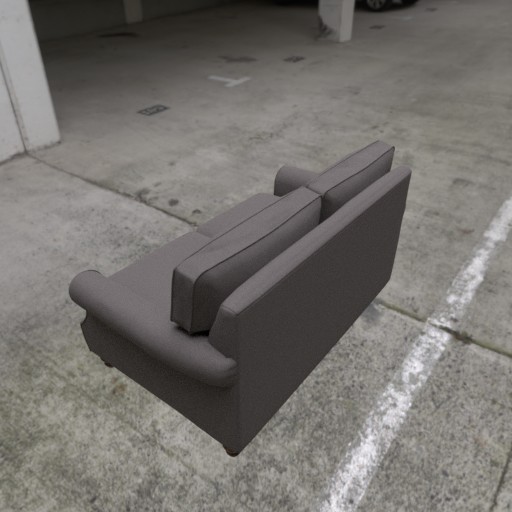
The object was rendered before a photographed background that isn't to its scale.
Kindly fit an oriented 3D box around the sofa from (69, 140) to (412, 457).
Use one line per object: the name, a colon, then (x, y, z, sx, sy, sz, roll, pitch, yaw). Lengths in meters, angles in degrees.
sofa: (0.000, 0.000, 2.249, 0.964, 0.937, 1.665, 22, 39, 31)
